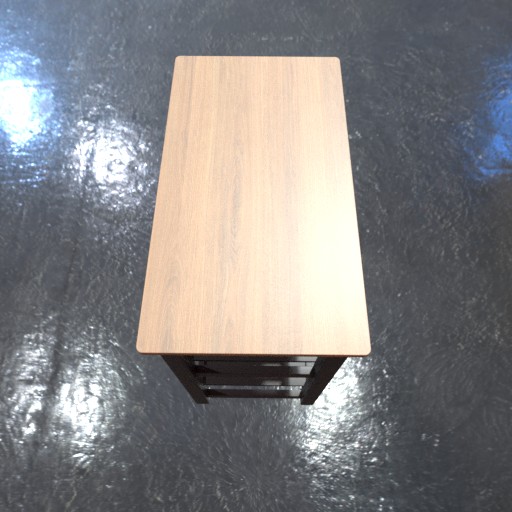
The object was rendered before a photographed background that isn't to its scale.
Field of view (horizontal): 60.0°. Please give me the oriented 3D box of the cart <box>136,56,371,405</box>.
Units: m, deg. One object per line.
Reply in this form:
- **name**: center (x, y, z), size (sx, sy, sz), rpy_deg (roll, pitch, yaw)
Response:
- **cart**: center (0.000, 0.000, 1.471), size (0.457, 0.927, 0.899), rpy_deg (1, 63, 0)
